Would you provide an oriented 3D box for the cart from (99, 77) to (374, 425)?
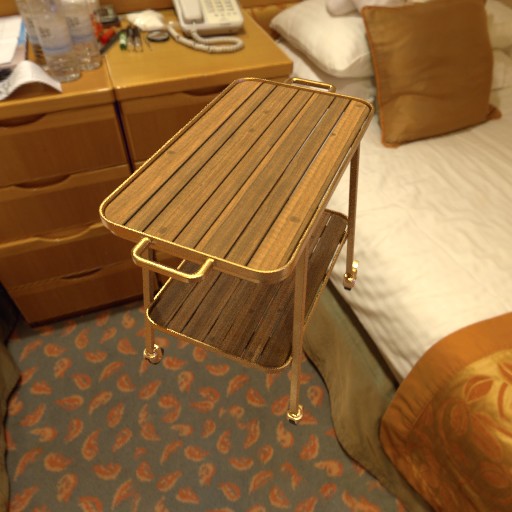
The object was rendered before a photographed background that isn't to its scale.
[{"bbox_3d":[0.000,0.000,1.267,0.524,0.700,0.806,18,48,17],"label":"cart"}]
